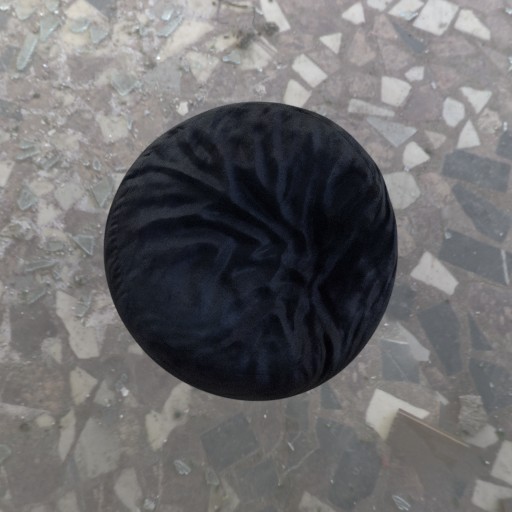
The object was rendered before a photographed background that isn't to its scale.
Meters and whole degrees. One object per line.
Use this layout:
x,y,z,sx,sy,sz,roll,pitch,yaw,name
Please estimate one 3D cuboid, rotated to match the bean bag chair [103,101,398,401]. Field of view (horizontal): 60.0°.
0.000,0.000,1.483,0.918,0.616,0.918,0,74,0,bean bag chair
